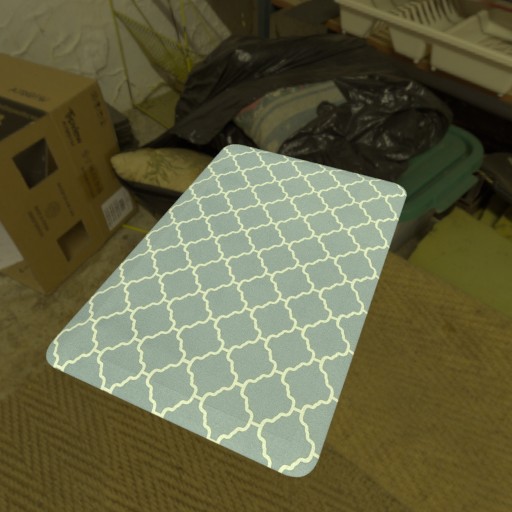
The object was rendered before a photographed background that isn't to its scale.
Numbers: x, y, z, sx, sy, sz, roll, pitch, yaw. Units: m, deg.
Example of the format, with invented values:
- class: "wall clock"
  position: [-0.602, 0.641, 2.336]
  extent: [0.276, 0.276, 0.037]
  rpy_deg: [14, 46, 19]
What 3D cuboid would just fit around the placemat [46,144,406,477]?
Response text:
- class: "placemat"
  position: [0.000, 0.000, 0.945]
  extent: [0.508, 0.021, 0.762]
  rpy_deg: [18, 49, 16]
